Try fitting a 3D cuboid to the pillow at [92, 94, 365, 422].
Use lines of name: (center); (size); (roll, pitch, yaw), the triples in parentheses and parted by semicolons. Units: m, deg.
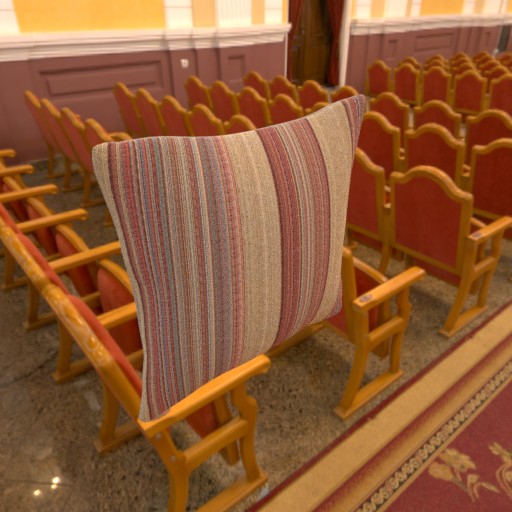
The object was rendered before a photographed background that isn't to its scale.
pillow: (0.000, 0.000, 0.667); (0.437, 0.419, 0.136); (-22, 37, -33)
